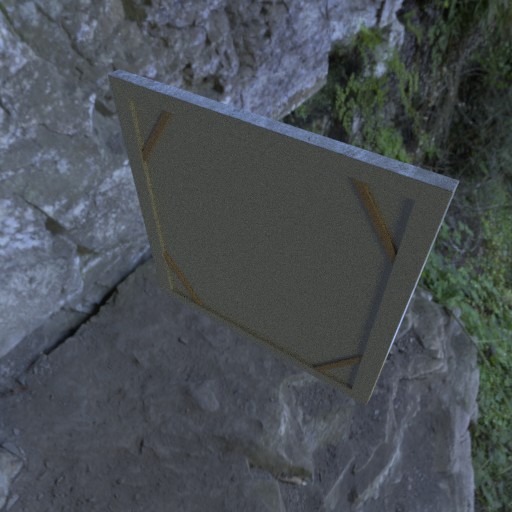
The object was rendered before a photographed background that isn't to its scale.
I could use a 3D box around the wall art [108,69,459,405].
[{"bbox_3d":[0.000,0.000,1.615,1.092,1.091,0.051,25,52,22],"label":"wall art"}]
